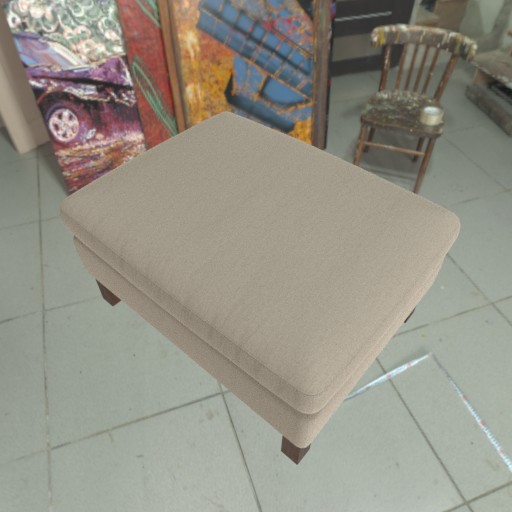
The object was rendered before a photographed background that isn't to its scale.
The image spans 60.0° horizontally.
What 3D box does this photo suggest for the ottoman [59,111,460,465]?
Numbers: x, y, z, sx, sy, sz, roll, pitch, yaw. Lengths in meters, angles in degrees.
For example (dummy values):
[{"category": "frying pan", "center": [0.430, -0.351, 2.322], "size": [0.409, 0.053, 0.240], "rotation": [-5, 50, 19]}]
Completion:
[{"category": "ottoman", "center": [0.000, 0.000, 1.131], "size": [0.771, 0.420, 0.606], "rotation": [32, 54, 27]}]
